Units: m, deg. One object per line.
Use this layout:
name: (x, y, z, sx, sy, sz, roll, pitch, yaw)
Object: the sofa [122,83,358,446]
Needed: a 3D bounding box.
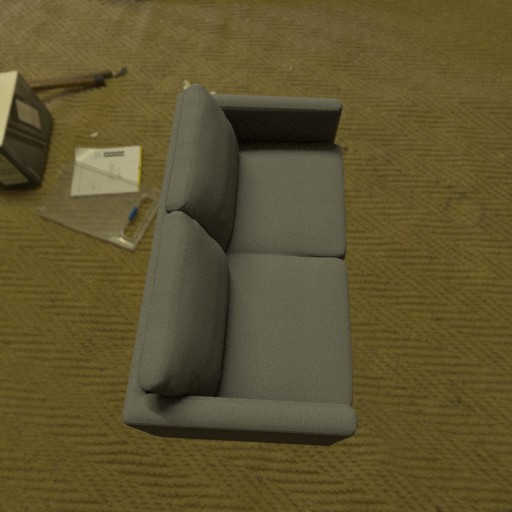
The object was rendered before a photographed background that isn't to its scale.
sofa: (0.000, 0.000, 2.243, 0.940, 0.866, 1.713, 3, 64, 1)
